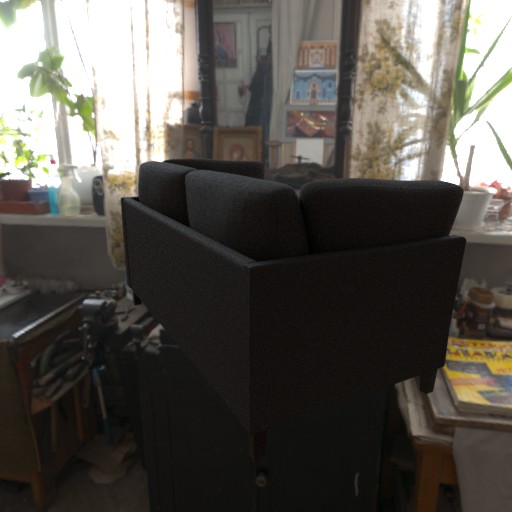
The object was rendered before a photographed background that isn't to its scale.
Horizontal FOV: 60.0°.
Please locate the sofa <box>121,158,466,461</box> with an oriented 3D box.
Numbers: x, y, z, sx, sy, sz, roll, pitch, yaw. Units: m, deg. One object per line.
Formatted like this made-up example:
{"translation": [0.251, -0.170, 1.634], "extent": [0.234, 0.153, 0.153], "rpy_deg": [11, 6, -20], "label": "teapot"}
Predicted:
{"translation": [0.000, 0.000, 2.281], "extent": [0.969, 0.920, 1.751], "rpy_deg": [-8, 17, -28], "label": "sofa"}
